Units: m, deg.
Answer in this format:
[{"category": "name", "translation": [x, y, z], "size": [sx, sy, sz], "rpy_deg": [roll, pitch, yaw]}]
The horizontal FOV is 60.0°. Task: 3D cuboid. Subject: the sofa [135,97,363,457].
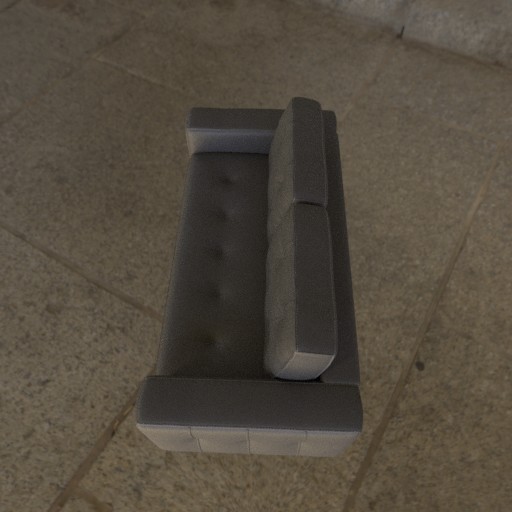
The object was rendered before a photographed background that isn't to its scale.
[{"category": "sofa", "translation": [0.000, 0.000, 2.164], "size": [0.833, 0.892, 1.726], "rpy_deg": [2, 58, 1]}]
